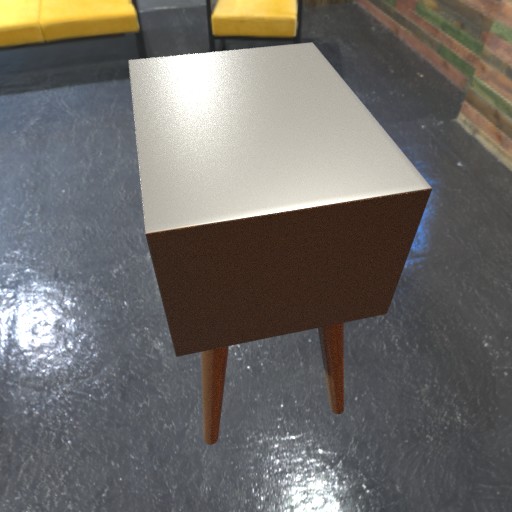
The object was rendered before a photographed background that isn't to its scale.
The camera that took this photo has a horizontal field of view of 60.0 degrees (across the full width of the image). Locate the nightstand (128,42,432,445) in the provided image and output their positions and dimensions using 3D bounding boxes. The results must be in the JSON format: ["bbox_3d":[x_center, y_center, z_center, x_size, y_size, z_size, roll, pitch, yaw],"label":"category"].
[{"bbox_3d":[0.000,0.000,0.718,0.288,0.508,0.370,-10,47,-9],"label":"nightstand"}]
